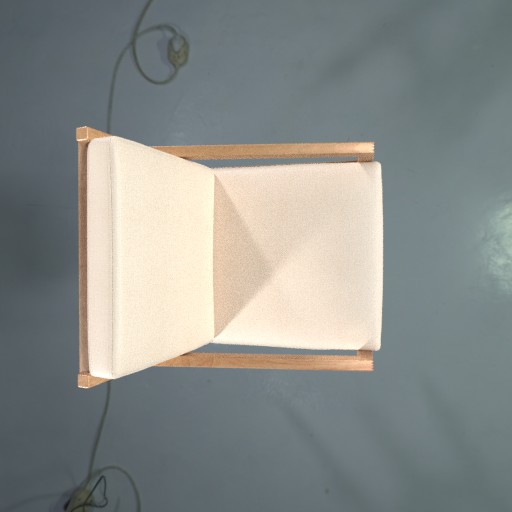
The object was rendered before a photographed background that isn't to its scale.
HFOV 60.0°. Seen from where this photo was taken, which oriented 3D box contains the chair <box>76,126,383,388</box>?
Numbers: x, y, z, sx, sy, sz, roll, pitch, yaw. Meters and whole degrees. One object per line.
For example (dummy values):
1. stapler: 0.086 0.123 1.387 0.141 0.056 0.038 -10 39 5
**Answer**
1. chair: 0.000 0.000 1.380 0.857 0.790 0.622 0 91 0
